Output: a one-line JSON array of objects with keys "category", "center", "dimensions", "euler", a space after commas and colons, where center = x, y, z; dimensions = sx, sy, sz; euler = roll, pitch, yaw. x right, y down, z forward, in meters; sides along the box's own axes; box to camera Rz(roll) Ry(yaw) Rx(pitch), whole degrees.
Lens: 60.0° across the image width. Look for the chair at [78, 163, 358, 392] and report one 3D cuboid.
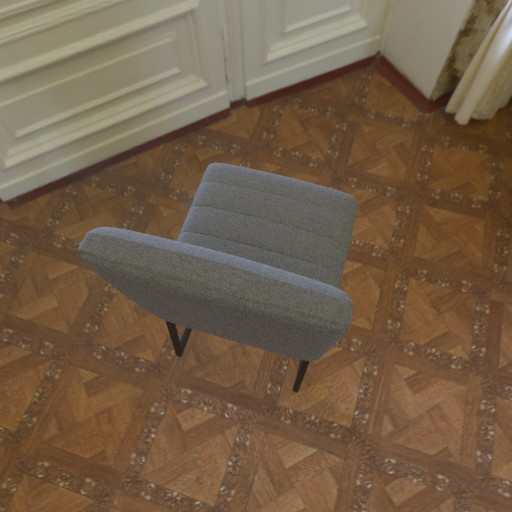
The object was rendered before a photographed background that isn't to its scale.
[{"category": "chair", "center": [0.000, 0.000, 1.303], "dimensions": [0.520, 0.930, 0.634], "euler": [15, 64, 7]}]
